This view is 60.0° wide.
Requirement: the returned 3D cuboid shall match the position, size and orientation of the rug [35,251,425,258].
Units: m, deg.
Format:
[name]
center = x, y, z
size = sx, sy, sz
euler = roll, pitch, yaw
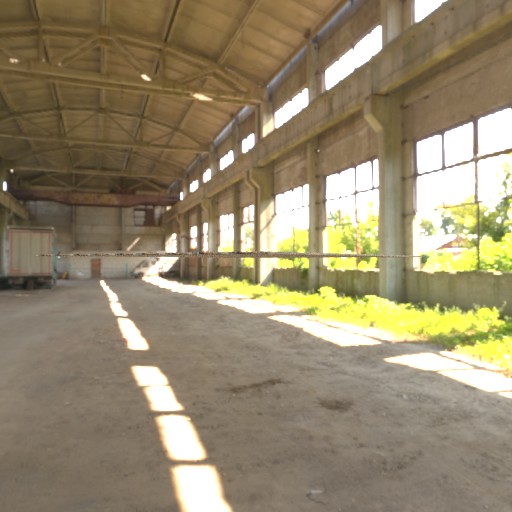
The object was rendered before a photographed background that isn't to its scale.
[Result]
[rug]
center = 0.000, 0.000, 2.353
size = 1.278, 0.009, 1.730
euler = 0, -1, 37
